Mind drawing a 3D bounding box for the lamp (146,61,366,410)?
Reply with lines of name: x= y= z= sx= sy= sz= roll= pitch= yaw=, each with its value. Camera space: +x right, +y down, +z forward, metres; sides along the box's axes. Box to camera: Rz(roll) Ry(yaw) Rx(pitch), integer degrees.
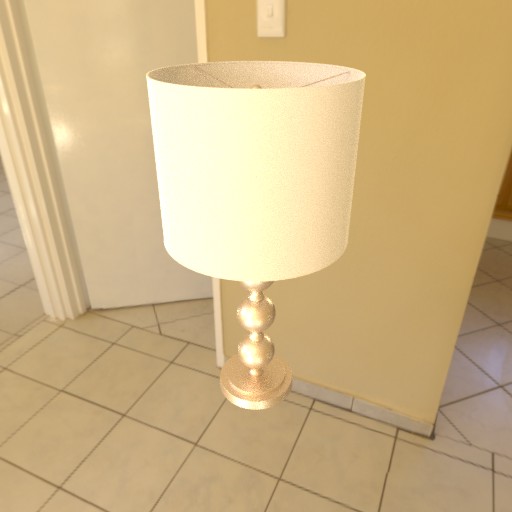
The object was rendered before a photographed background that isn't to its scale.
lamp: x=0.000 y=0.000 z=0.697 sx=0.277 sy=0.538 sz=0.277 roll=7 pitch=30 yaw=13
